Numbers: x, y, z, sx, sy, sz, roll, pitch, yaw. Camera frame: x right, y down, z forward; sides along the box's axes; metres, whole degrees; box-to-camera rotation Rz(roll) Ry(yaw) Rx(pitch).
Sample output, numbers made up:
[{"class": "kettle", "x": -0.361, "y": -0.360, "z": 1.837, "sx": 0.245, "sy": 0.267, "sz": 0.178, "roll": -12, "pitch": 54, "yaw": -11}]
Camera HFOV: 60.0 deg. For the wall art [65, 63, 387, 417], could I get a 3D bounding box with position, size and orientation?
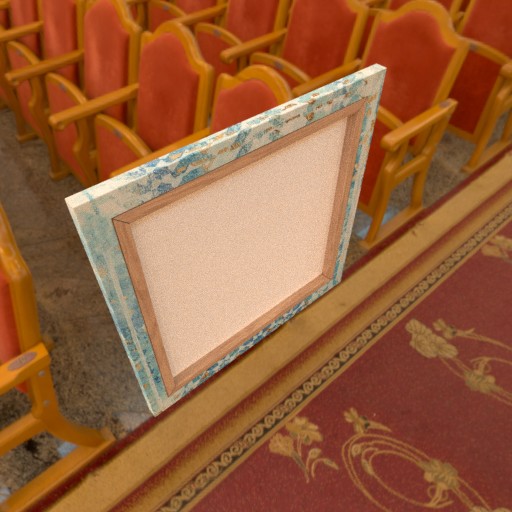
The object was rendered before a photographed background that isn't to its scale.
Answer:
[{"class": "wall art", "x": 0.000, "y": 0.000, "z": 1.362, "sx": 0.916, "sy": 0.916, "sz": 0.040, "roll": -32, "pitch": 54, "yaw": -26}]
